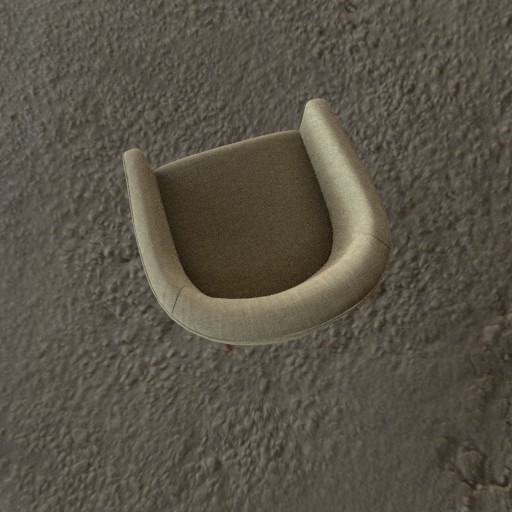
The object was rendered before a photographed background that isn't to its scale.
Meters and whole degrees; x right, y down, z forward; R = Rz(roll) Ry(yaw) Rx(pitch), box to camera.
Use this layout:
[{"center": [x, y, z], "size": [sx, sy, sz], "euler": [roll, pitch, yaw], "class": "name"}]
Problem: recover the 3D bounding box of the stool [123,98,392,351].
[{"center": [0.000, 0.000, 1.431], "size": [0.559, 1.078, 0.607], "euler": [-17, 76, -4], "class": "stool"}]
